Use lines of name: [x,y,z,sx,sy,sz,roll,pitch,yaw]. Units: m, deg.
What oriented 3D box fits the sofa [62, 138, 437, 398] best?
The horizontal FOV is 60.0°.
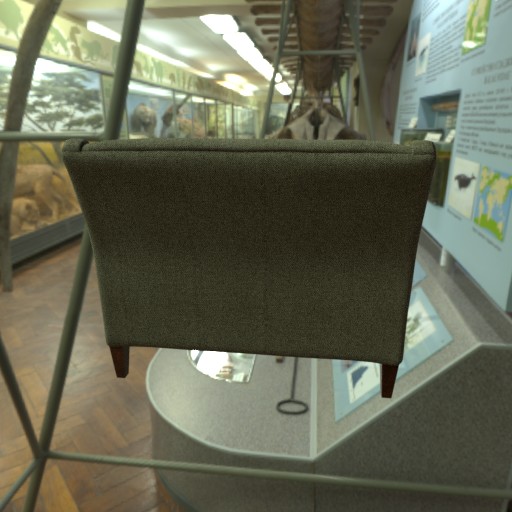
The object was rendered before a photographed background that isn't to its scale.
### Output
sofa: [0.000,0.000,1.946,1.242,1.021,0.870,2,17,7]
